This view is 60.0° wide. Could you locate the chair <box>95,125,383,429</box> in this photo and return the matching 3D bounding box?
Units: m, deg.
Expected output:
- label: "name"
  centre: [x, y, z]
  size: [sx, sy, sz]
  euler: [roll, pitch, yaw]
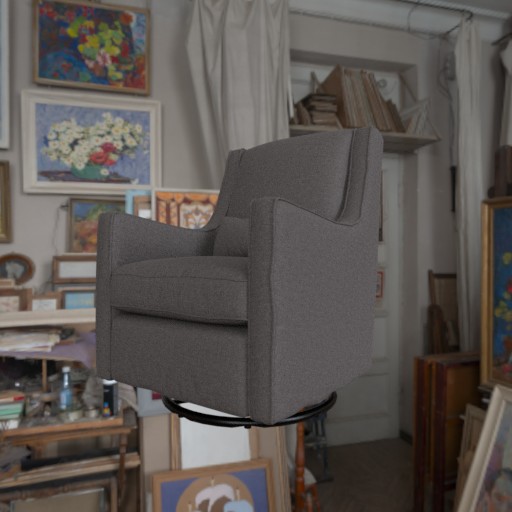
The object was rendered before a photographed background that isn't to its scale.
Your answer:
- label: "chair"
  centre: [0.000, 0.000, 1.605]
  size: [0.732, 0.993, 0.879]
  euler: [0, 0, 36]
